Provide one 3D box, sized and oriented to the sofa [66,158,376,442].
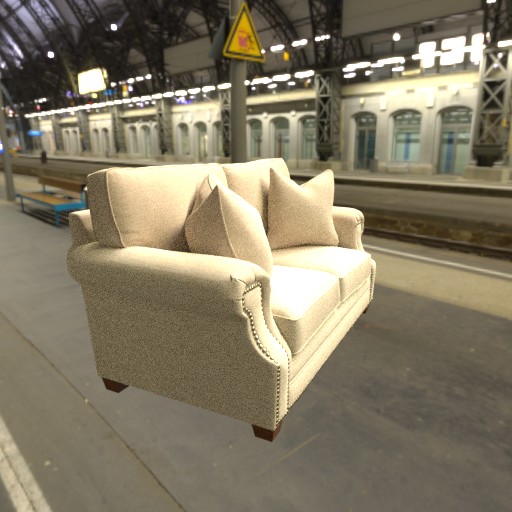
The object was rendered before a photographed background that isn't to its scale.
[{"bbox_3d":[0.000,0.000,2.331,0.966,0.966,1.701,7,16,26],"label":"sofa"}]
